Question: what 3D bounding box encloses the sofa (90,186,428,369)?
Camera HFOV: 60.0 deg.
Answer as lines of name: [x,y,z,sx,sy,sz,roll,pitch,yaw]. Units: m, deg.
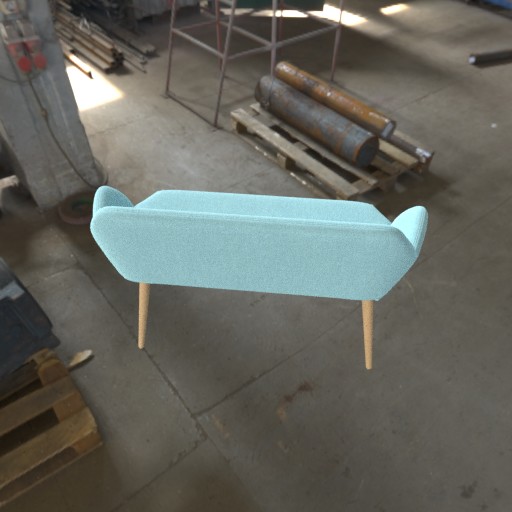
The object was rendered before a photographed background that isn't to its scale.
sofa: [0.000,0.000,1.644,1.150,0.840,0.610,4,45,4]
